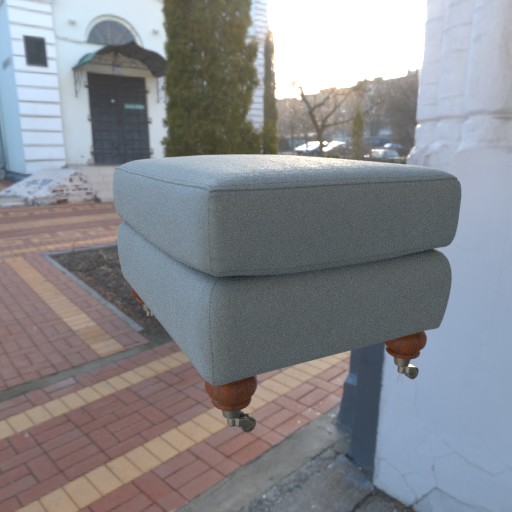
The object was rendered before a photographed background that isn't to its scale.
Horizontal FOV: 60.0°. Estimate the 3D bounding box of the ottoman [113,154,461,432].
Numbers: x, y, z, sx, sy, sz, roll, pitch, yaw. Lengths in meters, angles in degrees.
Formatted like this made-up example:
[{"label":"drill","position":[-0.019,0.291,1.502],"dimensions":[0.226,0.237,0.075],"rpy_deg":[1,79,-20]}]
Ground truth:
[{"label":"ottoman","position":[0.000,0.000,1.122],"dimensions":[0.569,0.499,0.773],"rpy_deg":[-7,16,-26]}]
